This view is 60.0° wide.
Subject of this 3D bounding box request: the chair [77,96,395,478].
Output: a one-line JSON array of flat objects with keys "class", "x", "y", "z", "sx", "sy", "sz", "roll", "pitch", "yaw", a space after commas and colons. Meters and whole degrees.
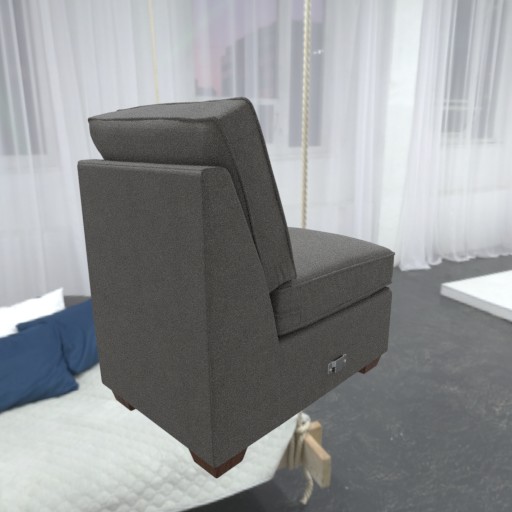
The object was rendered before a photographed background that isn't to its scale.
[{"class": "chair", "x": 0.000, "y": 0.000, "z": 1.532, "sx": 0.621, "sy": 0.970, "sz": 0.938, "roll": 14, "pitch": 20, "yaw": 42}]
